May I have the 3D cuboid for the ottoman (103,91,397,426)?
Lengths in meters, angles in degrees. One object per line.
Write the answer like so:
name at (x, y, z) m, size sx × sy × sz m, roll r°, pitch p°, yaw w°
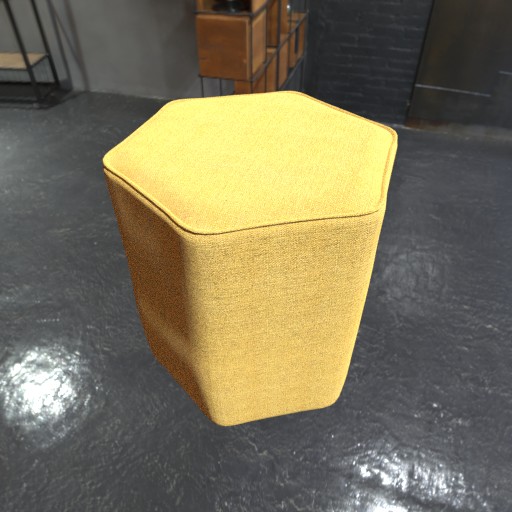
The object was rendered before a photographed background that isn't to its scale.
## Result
ottoman at (0.000, 0.000, 0.878) m, size 0.443 × 0.502 × 0.494 m, roll 12°, pitch 43°, yaw 14°
